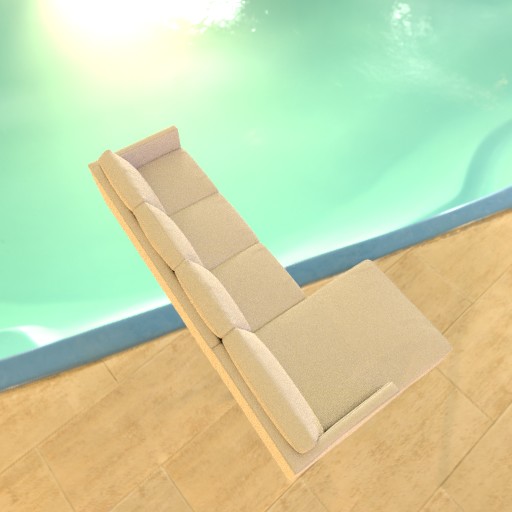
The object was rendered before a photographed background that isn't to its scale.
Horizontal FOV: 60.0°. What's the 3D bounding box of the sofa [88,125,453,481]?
[{"bbox_3d":[0.000,0.000,3.904,1.625,0.846,3.186,-31,64,-17],"label":"sofa"}]
